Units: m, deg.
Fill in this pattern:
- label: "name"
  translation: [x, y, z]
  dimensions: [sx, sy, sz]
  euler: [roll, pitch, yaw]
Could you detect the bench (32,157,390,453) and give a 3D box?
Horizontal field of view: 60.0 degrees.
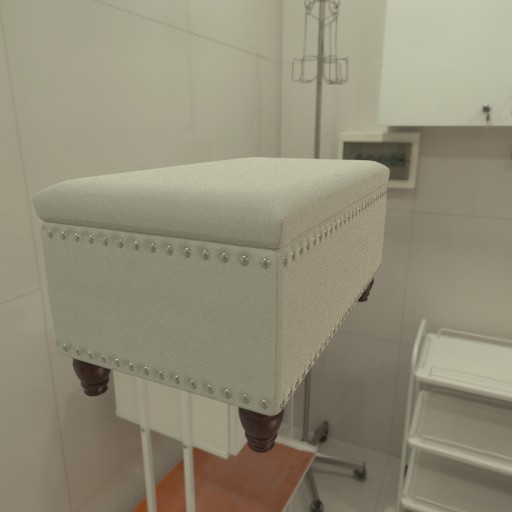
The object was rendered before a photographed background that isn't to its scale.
- label: "bench"
  translation: [0.000, 0.000, 1.146]
  dimensions: [0.500, 0.449, 0.887]
  euler: [8, 18, 25]
